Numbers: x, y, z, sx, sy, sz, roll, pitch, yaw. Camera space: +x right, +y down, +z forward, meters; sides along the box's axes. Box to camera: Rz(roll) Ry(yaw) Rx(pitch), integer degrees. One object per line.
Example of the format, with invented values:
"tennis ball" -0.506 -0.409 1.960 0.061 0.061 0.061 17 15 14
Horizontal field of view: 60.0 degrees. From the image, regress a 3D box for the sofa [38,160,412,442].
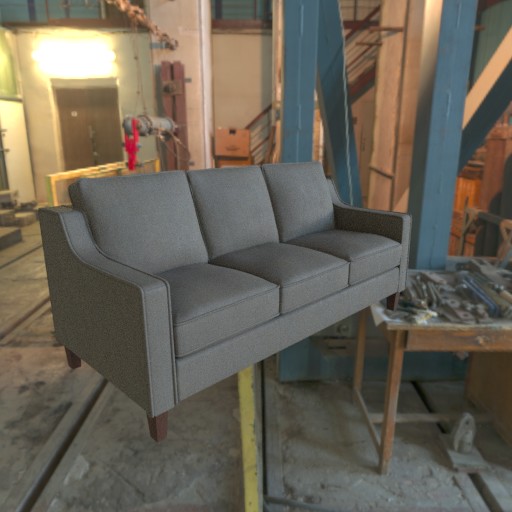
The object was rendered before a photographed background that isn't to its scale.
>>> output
"sofa" 0.000 0.000 2.523 1.986 0.974 0.911 -15 22 -43
